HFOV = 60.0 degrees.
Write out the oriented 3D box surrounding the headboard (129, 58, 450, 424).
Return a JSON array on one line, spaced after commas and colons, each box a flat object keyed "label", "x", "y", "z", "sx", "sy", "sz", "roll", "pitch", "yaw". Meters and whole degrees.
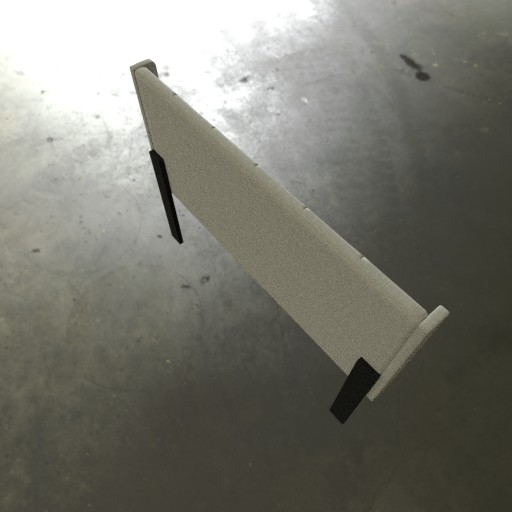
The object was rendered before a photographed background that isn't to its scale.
[{"label": "headboard", "x": 0.000, "y": 0.000, "z": 2.671, "sx": 0.184, "sy": 1.524, "sz": 2.051, "roll": -35, "pitch": 64, "yaw": -20}]
